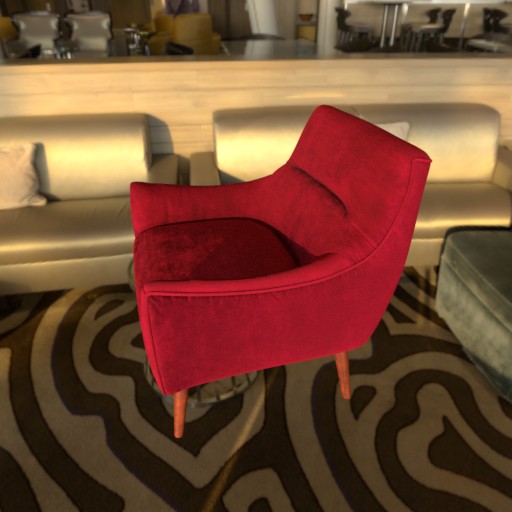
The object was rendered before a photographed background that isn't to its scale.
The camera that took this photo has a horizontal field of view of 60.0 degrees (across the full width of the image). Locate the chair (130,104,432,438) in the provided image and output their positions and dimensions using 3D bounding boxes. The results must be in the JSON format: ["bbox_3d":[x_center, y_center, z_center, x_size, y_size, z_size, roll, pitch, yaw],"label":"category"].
[{"bbox_3d":[0.000,0.000,1.467,0.787,0.838,0.762,-8,31,-14],"label":"chair"}]
